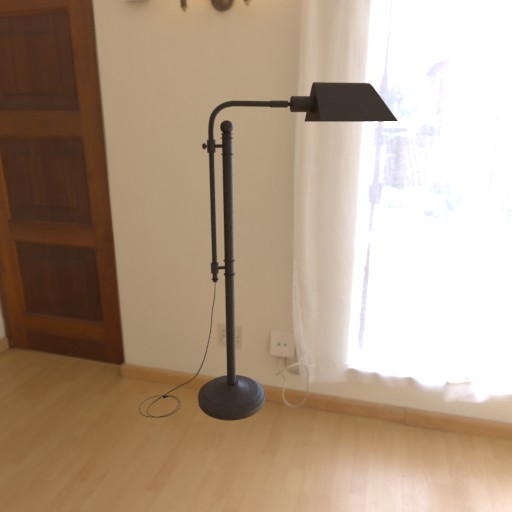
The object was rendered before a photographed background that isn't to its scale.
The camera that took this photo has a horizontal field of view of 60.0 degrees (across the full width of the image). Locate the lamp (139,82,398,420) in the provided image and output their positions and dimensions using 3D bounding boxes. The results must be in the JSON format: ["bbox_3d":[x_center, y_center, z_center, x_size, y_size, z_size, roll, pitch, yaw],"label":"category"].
[{"bbox_3d":[0.000,0.000,0.963,0.545,0.708,0.159,-3,17,-9],"label":"lamp"}]
